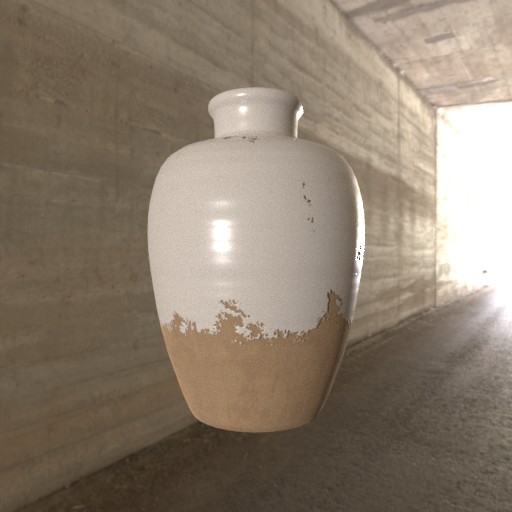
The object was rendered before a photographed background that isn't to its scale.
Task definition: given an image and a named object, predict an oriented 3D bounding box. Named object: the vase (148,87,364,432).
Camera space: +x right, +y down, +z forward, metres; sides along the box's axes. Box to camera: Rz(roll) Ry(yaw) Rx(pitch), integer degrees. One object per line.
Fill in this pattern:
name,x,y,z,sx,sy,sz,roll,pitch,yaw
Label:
vase,0.000,0.000,0.333,0.158,0.228,0.158,0,0,0
